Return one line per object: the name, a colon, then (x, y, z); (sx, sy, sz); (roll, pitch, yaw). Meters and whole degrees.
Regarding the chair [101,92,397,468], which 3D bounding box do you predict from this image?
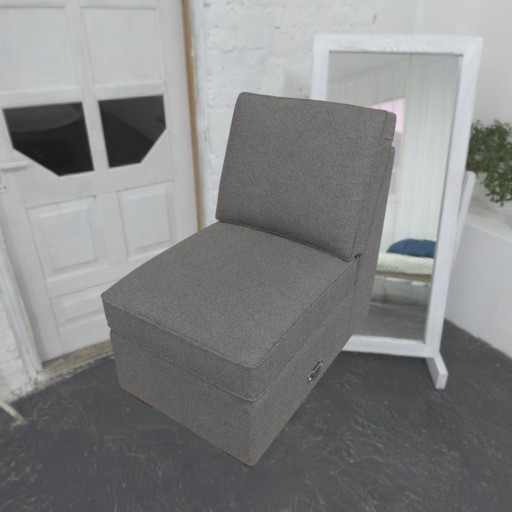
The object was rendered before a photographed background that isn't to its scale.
chair: (0.000, 0.000, 1.571); (0.621, 0.970, 0.938); (19, 35, 29)
